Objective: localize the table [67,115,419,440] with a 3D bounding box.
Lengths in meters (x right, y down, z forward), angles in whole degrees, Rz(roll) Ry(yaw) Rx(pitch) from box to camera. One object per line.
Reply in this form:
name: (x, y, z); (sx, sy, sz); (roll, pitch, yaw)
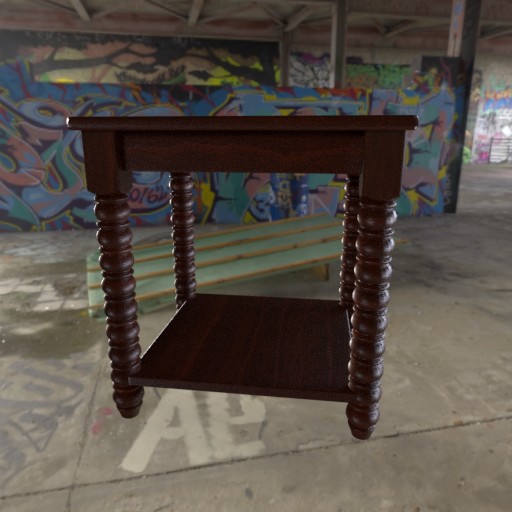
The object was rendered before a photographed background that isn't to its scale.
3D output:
table: (0.000, 0.000, 0.966); (0.533, 0.567, 0.500); (2, 16, 8)
